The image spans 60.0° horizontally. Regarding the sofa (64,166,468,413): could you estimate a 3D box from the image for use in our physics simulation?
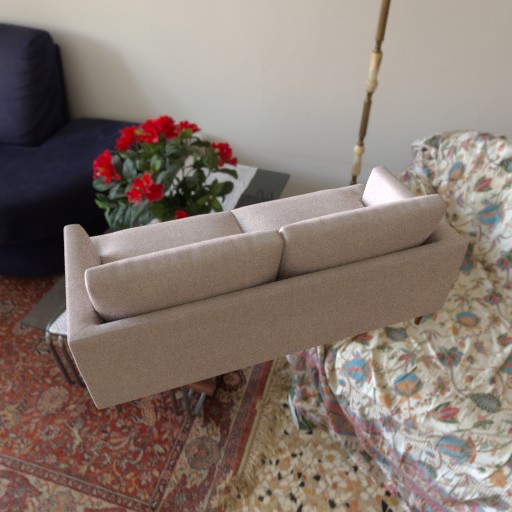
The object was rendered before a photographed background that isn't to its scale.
[{"bbox_3d":[0.000,0.000,2.491,1.948,0.868,1.020,-13,43,-14],"label":"sofa"}]
